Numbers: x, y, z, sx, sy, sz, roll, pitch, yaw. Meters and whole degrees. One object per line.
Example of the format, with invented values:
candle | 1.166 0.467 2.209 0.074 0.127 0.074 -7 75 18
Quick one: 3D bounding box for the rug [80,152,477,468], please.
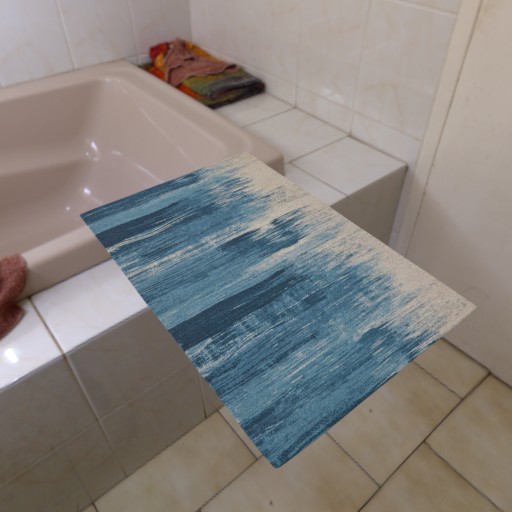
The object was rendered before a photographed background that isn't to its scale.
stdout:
rug | 0.000 0.000 2.339 1.232 0.009 1.836 -27 49 -27
